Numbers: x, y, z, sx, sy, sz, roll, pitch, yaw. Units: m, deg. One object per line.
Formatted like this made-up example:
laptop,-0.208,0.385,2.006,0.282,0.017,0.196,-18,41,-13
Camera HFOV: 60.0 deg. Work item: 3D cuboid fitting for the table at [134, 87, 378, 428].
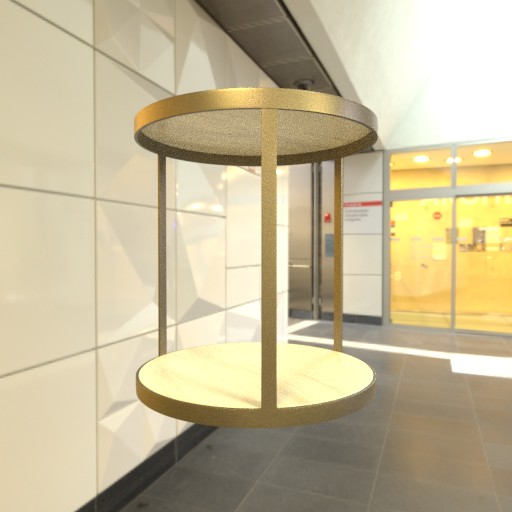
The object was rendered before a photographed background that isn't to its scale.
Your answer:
table,0.000,0.000,0.843,0.445,0.479,0.445,0,1,0
